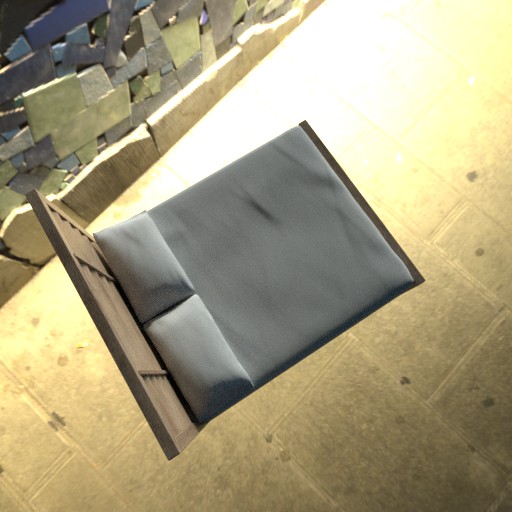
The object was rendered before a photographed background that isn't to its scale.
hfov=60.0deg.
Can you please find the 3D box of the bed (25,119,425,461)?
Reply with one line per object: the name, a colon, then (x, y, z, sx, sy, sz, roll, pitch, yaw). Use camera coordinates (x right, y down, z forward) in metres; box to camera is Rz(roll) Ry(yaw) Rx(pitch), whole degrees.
bed: (0.000, 0.000, 3.200, 2.017, 1.631, 1.615, -32, 78, -8)
